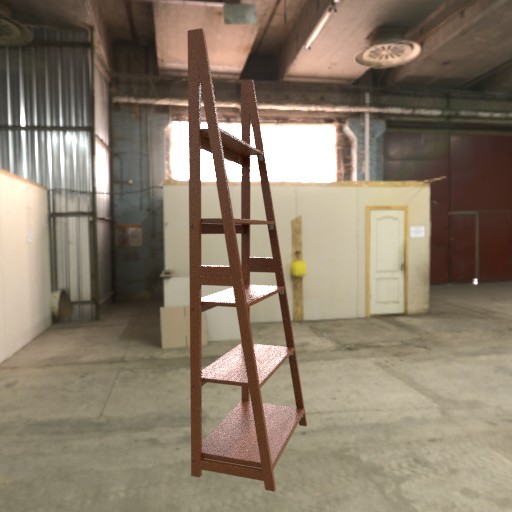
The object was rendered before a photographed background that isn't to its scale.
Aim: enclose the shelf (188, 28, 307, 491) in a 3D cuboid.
[{"bbox_3d":[0.000,0.000,2.010,0.356,1.780,0.630,1,3,18],"label":"shelf"}]
